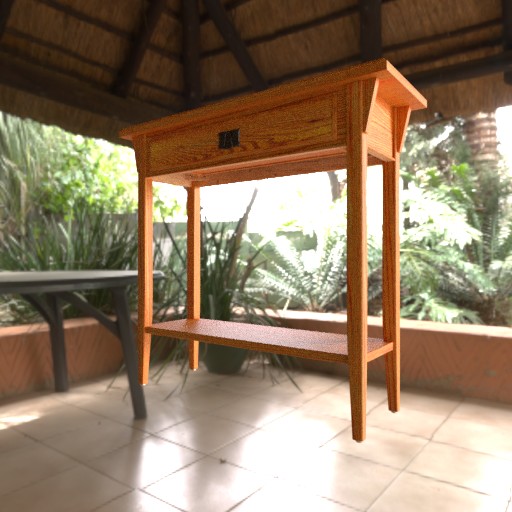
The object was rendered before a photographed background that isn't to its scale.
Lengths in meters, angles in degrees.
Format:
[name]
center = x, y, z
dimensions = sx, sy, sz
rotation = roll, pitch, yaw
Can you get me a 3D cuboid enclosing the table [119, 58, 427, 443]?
[table]
center = 0.000, 0.000, 1.114
dimensions = 0.762, 0.711, 0.254
rotation = 0, 0, 36
